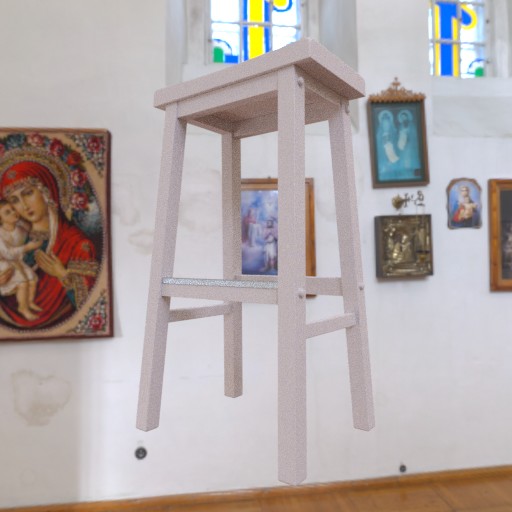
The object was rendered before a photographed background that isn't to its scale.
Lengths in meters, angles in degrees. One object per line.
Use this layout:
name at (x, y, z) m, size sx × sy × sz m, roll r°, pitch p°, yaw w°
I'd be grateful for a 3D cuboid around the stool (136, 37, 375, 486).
stool at (0.000, 0.000, 0.960) m, size 0.406 × 0.742 × 0.322 m, roll 0°, pitch -1°, yaw 37°
